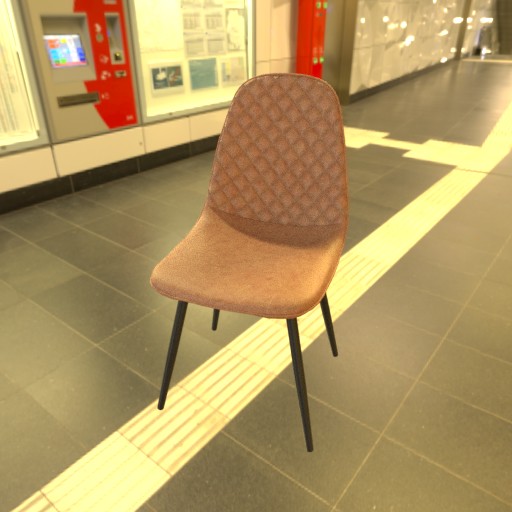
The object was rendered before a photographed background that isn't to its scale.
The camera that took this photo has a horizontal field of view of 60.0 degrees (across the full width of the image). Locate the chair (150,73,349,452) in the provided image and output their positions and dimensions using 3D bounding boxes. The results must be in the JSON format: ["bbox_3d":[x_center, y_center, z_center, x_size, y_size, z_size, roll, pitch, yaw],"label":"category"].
[{"bbox_3d":[0.000,0.000,1.228,0.472,0.889,0.561,9,30,16],"label":"chair"}]
